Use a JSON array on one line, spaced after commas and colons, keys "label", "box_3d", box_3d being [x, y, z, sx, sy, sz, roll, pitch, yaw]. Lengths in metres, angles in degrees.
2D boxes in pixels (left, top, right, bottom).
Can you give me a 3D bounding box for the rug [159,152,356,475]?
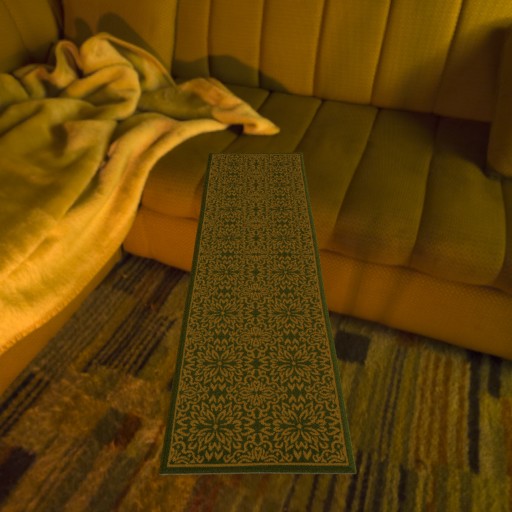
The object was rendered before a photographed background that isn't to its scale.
[{"label": "rug", "box_3d": [0.000, 0.000, 2.301, 0.662, 0.011, 2.196, 0, 41, 0]}]
